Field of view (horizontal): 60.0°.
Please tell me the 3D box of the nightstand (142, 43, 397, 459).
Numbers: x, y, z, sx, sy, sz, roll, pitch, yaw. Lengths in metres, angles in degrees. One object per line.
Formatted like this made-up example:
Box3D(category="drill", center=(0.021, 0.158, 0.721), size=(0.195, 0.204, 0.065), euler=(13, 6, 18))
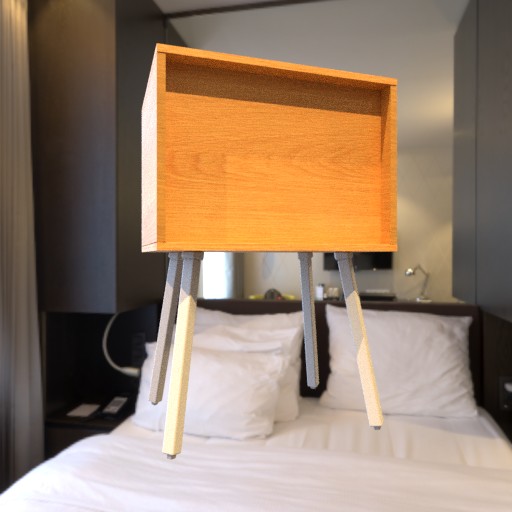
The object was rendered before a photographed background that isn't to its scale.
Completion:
Box3D(category="nightstand", center=(0.000, 0.000, 0.839), size=(0.400, 0.601, 0.316), euler=(0, 0, -18))
